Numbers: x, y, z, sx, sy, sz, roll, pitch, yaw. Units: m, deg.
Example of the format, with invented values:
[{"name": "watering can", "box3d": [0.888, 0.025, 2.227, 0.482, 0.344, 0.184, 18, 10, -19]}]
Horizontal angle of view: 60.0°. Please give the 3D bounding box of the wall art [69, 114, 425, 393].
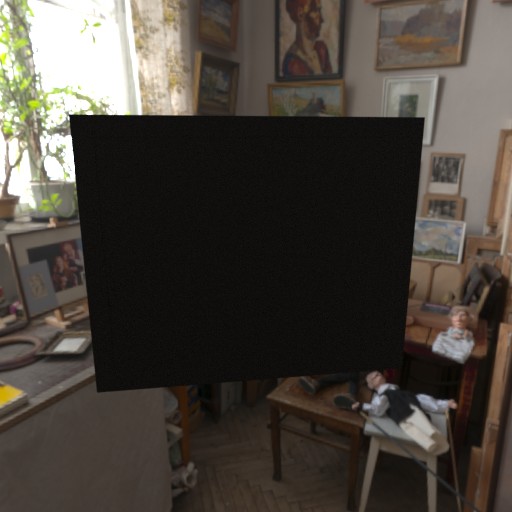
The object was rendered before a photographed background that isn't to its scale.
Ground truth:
[{"name": "wall art", "box3d": [0.000, 0.000, 0.759, 0.558, 0.457, 0.029, -2, 15, -8]}]
